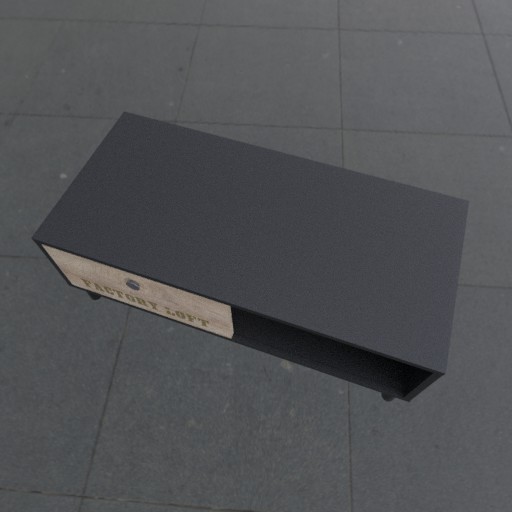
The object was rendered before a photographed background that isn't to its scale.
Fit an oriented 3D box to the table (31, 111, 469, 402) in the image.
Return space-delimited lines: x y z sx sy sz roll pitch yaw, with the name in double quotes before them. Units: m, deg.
"table" 0.000 0.000 1.399 1.100 0.400 0.550 17 61 10
